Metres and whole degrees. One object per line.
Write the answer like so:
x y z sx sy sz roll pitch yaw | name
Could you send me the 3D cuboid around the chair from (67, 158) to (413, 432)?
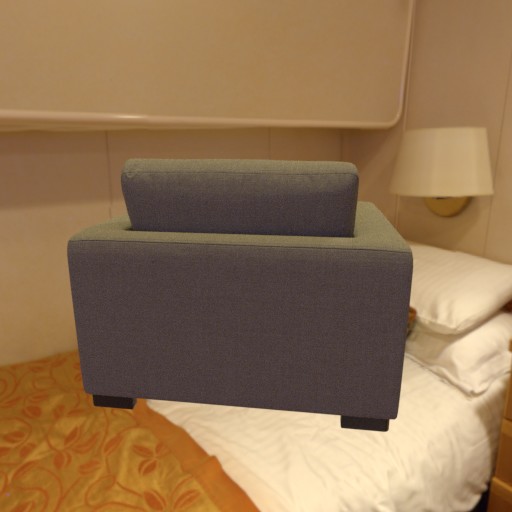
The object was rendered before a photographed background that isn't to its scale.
0.000 0.000 1.891 1.070 0.847 1.100 2 15 8 | chair
